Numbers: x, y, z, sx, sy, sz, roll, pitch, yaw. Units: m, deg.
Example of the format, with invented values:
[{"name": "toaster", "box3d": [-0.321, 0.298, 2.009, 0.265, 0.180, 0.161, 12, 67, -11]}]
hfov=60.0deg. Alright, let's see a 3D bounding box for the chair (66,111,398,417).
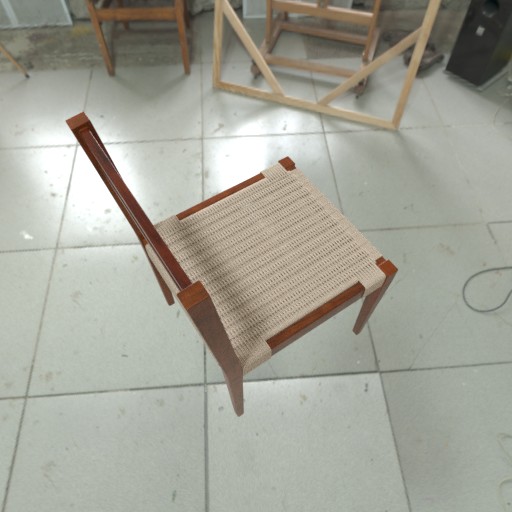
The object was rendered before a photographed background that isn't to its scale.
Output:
[{"name": "chair", "box3d": [0.000, 0.000, 1.195, 0.569, 0.851, 0.495, -29, 62, -17]}]
